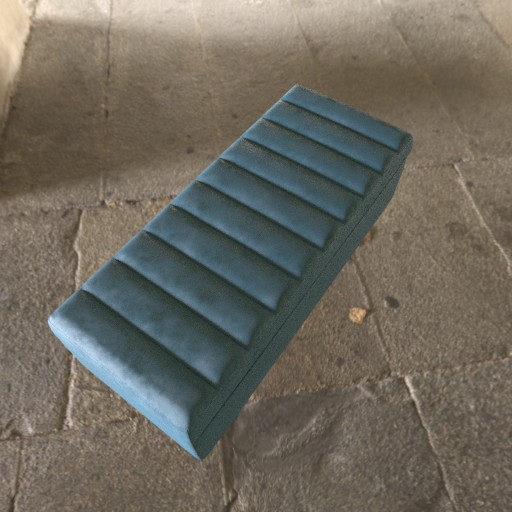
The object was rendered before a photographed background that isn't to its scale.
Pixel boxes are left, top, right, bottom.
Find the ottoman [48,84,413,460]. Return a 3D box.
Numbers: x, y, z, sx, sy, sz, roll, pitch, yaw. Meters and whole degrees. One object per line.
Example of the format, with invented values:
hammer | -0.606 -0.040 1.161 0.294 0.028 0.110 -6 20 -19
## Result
ottoman | 0.000 0.000 1.438 0.482 0.469 1.151 31 62 18
